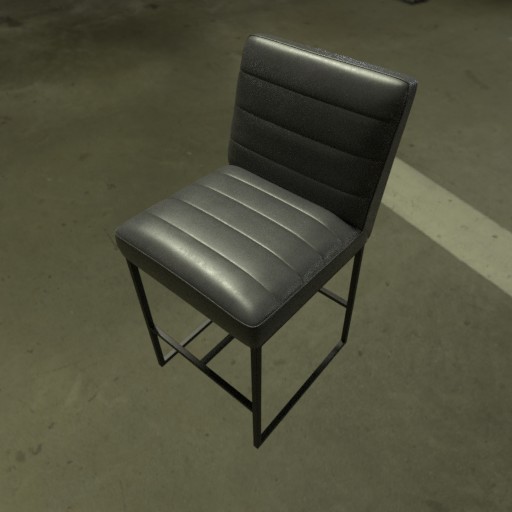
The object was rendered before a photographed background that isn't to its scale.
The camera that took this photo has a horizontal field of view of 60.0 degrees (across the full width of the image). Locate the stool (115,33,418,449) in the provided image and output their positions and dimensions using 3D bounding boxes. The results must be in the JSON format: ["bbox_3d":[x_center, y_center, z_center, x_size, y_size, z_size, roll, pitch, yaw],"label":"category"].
[{"bbox_3d":[0.000,0.000,1.203,0.457,0.938,0.552,31,53,27],"label":"stool"}]
